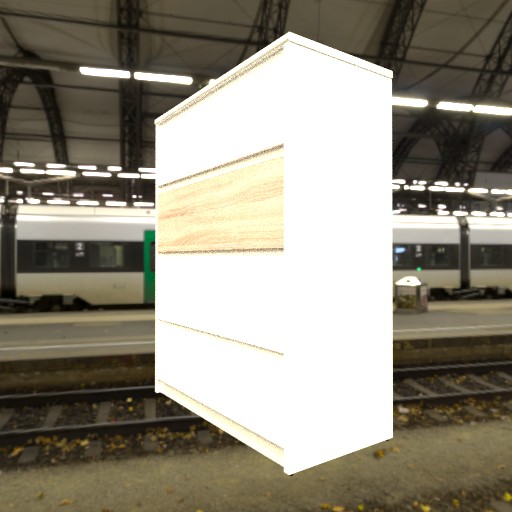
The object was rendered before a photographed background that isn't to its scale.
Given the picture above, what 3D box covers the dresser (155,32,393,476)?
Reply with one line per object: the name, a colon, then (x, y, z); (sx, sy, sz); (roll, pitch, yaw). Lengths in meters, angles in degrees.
dresser: (0.000, 0.000, 1.466); (0.380, 1.040, 0.800); (0, -1, -35)
